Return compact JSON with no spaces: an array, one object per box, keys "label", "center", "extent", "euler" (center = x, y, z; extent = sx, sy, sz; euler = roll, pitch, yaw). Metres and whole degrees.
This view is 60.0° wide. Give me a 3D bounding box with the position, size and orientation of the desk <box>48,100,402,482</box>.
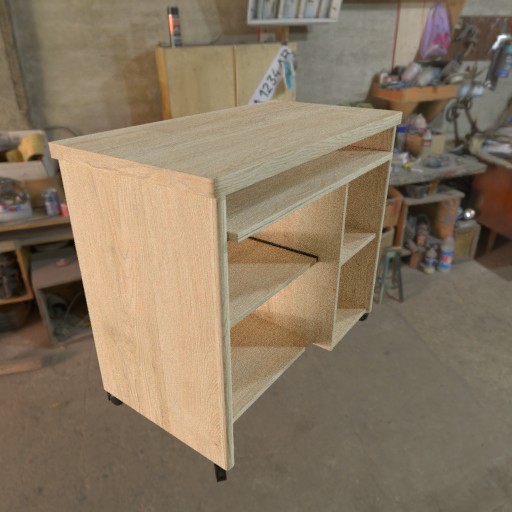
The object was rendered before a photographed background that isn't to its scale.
[{"label":"desk","center":[0.000,0.000,1.332],"extent":[0.480,0.770,0.885],"euler":[18,32,32]}]
